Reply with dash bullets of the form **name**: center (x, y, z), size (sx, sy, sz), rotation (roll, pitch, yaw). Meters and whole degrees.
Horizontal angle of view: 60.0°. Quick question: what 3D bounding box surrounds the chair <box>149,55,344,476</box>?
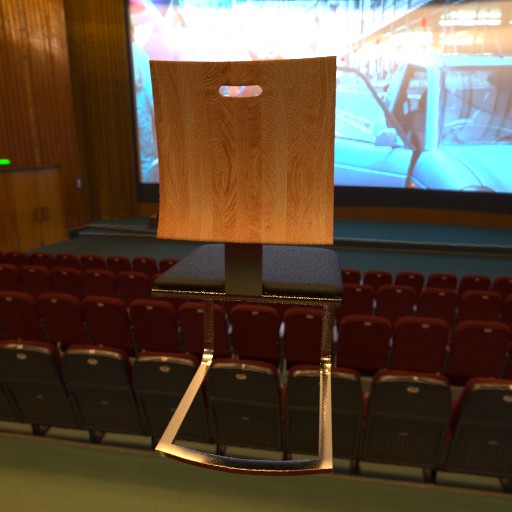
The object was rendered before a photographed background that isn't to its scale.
- **chair**: center (0.000, 0.000, 1.206), size (0.462, 0.936, 0.560), rotation (2, 16, 8)
